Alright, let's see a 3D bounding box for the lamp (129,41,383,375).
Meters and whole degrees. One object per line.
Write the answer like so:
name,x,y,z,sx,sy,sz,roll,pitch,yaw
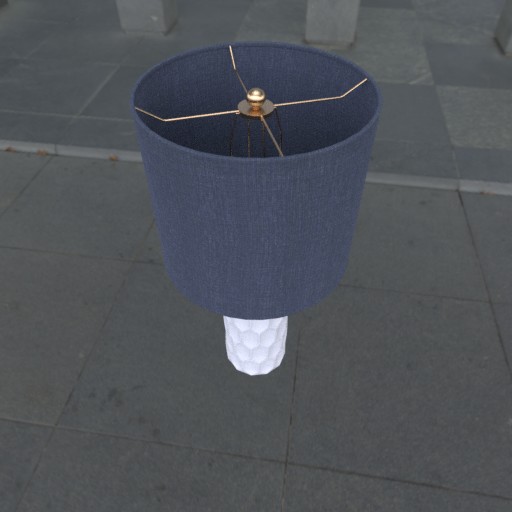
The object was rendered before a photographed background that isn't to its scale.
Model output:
lamp,0.000,0.000,0.686,0.277,0.537,0.277,18,49,16
